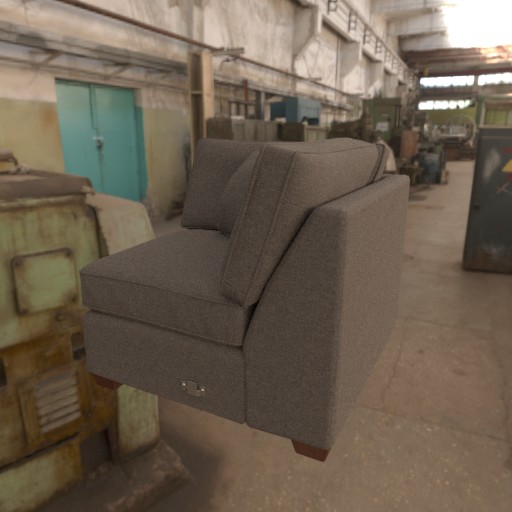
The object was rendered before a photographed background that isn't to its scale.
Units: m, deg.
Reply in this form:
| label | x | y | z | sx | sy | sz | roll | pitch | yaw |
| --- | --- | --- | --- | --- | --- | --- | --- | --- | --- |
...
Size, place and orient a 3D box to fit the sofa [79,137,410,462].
| label | x | y | z | sx | sy | sz | roll | pitch | yaw |
| --- | --- | --- | --- | --- | --- | --- | --- | --- | --- |
| sofa | 0.000 | 0.000 | 1.943 | 1.084 | 1.002 | 1.146 | 8 | 17 | 26 |
